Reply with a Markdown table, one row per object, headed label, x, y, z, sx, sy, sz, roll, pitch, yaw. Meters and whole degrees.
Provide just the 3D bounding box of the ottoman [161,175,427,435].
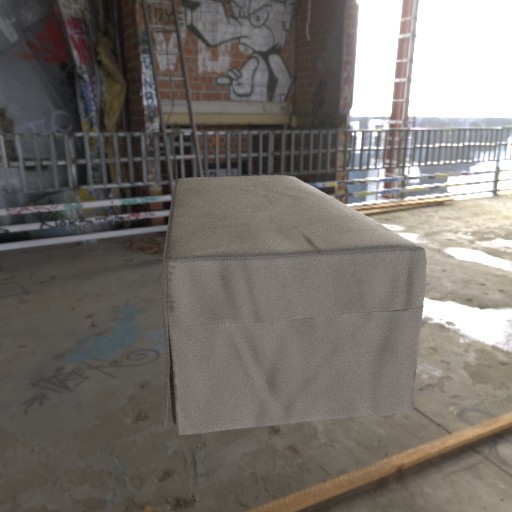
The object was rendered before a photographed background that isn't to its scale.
| label | x | y | z | sx | sy | sz | roll | pitch | yaw |
| --- | --- | --- | --- | --- | --- | --- | --- | --- | --- |
| ottoman | 0.000 | 0.000 | 1.684 | 0.665 | 0.457 | 1.388 | -3 | 18 | -8 |
